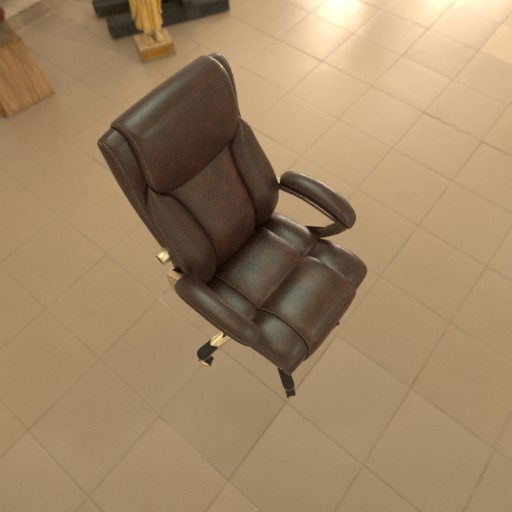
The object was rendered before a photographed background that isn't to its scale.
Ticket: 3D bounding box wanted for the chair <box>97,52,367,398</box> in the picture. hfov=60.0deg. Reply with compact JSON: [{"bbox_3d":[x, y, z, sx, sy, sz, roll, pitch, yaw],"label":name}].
[{"bbox_3d":[0.000,0.000,1.652,0.749,1.194,0.692,35,66,18],"label":"chair"}]
